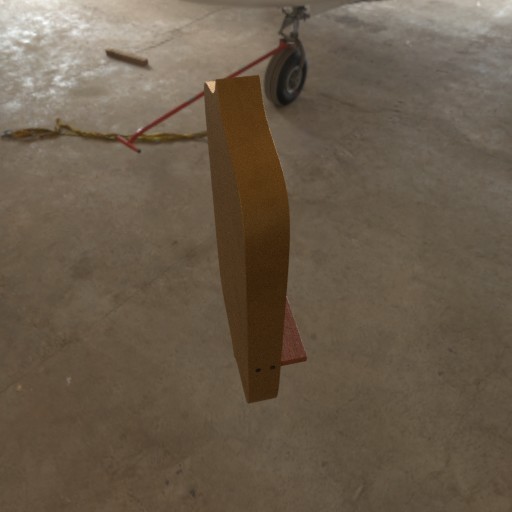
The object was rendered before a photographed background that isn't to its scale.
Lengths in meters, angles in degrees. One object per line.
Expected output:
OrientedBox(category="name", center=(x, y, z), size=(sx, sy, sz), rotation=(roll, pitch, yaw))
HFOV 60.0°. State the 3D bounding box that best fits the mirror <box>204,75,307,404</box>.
OrientedBox(category="mirror", center=(0.000, 0.000, 0.740), size=(0.096, 0.613, 0.323), rotation=(-9, 47, -9))
